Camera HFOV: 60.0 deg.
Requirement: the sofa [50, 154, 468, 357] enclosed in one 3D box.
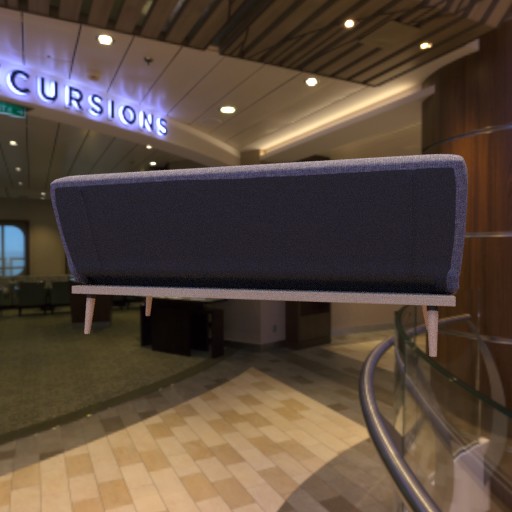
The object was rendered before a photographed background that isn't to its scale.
[{"bbox_3d":[0.000,0.000,2.202,1.820,0.770,0.820,0,1,17],"label":"sofa"}]
